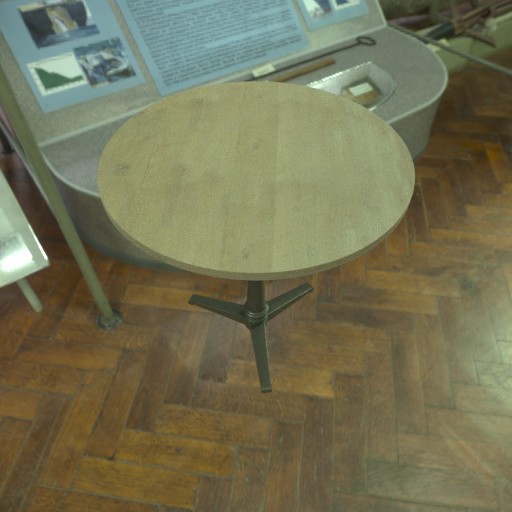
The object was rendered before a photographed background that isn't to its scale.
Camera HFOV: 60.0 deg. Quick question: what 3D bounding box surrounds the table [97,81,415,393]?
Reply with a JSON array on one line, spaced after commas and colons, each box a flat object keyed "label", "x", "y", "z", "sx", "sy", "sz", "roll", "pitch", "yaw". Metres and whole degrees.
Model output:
[{"label": "table", "x": 0.000, "y": 0.000, "z": 1.434, "sx": 0.800, "sy": 0.780, "sz": 0.800, "roll": 0, "pitch": 48, "yaw": 0}]
